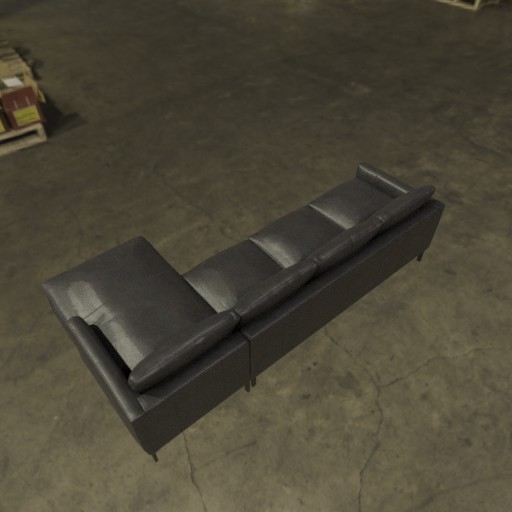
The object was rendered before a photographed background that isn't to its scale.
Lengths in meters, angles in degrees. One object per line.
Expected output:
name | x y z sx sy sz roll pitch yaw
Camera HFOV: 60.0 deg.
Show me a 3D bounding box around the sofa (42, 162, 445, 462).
sofa | 0.000 0.000 3.614 2.993 0.859 1.471 -30 52 -27
